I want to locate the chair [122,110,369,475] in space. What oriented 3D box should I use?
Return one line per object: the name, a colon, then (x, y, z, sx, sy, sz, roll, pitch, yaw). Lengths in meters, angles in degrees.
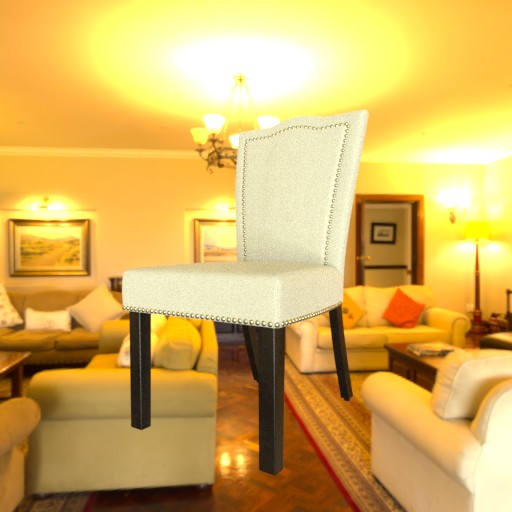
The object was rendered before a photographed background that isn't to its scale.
chair: (0.000, 0.000, 1.312, 0.518, 0.946, 0.589, 1, 1, 34)
